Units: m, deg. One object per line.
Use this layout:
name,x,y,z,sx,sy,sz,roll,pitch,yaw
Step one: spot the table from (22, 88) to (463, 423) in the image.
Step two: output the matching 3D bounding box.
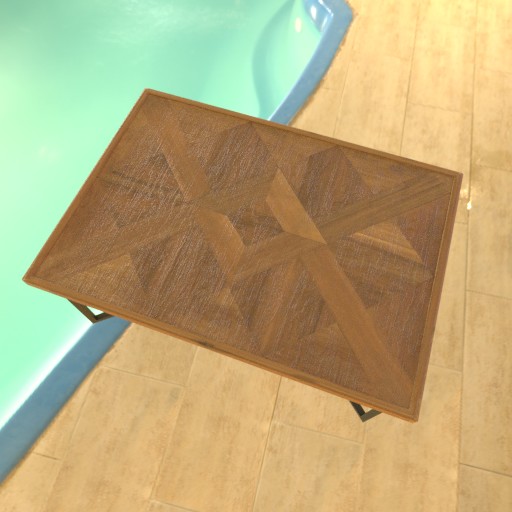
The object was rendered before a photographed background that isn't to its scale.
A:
table,0.000,0.000,1.687,1.238,0.492,0.877,18,65,9
